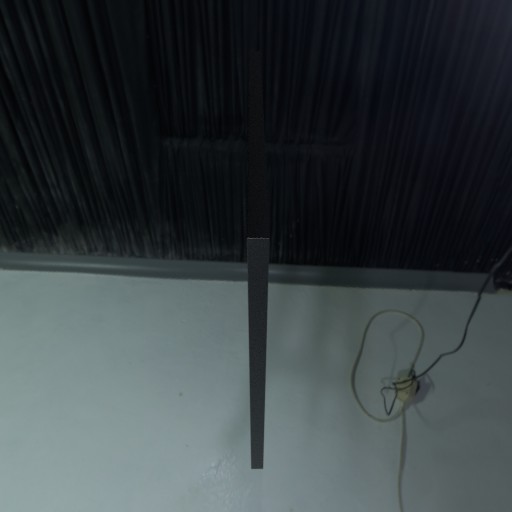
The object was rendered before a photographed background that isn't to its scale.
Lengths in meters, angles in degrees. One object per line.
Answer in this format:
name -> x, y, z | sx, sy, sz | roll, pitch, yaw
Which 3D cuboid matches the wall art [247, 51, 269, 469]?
wall art -> 0.000, 0.000, 1.161 | 0.031, 0.775, 0.773 | 0, 42, 0
